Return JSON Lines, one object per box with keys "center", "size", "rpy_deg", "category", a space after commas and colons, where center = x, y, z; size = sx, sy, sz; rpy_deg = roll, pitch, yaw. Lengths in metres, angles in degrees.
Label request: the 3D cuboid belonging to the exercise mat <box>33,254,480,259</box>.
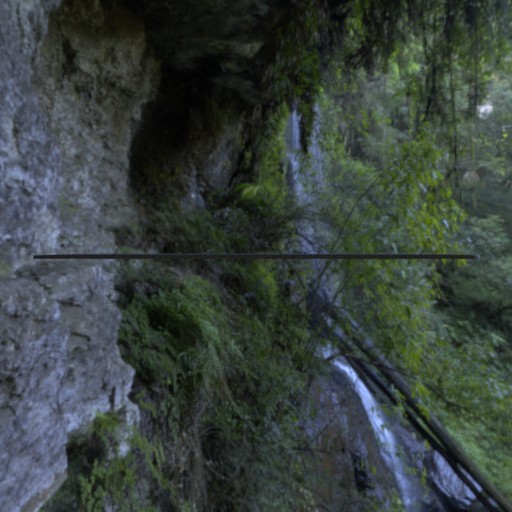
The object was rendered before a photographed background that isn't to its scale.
{"center": [0.000, 0.000, 2.120], "size": [1.884, 0.021, 0.616], "rpy_deg": [0, 0, 1], "category": "exercise mat"}
